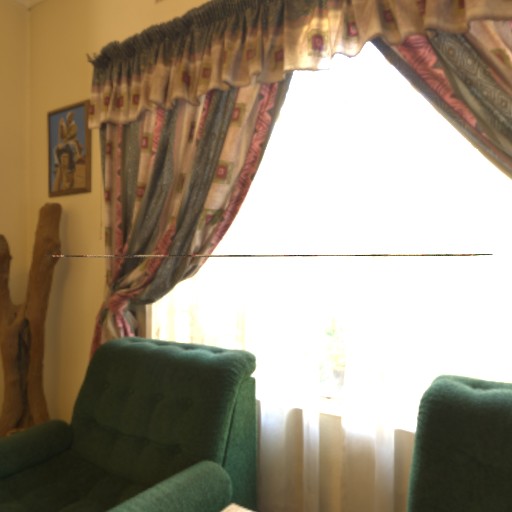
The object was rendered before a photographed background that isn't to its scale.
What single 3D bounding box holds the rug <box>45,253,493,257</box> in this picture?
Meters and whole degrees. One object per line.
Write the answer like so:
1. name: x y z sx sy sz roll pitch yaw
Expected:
1. rug: 0.000 0.000 2.682 2.440 0.009 0.760 0 -1 17
